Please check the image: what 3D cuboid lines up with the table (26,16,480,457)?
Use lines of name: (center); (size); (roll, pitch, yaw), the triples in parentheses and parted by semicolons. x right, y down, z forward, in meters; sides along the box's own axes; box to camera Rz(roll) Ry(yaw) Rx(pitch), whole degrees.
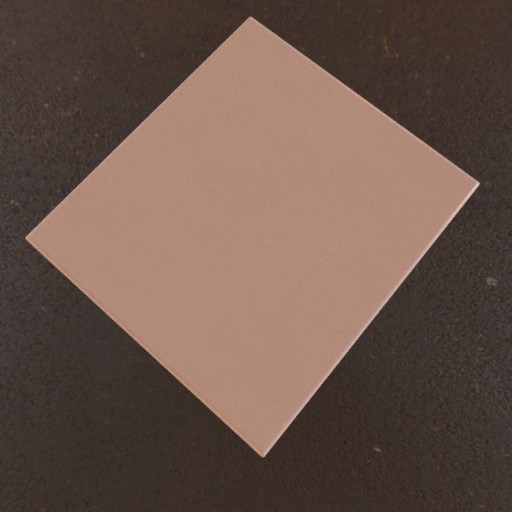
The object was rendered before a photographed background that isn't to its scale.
table: (0.000, 0.000, 0.905); (0.442, 0.565, 0.488); (40, 80, 9)
